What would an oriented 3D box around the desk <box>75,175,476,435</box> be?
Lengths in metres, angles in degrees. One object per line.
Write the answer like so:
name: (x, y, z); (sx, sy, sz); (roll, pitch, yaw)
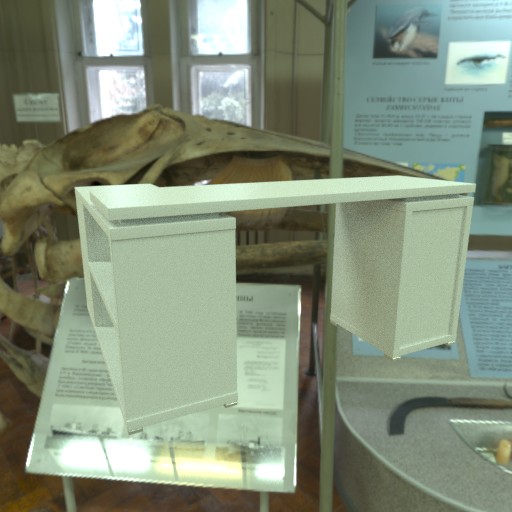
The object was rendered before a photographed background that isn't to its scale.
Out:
desk: (0.000, 0.000, 2.202); (1.524, 0.753, 1.200); (-7, 17, -25)
